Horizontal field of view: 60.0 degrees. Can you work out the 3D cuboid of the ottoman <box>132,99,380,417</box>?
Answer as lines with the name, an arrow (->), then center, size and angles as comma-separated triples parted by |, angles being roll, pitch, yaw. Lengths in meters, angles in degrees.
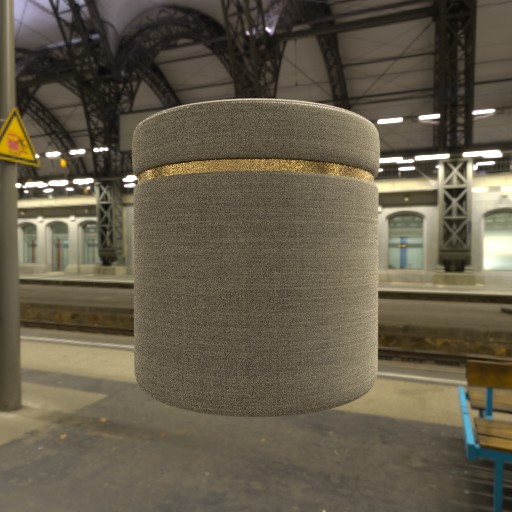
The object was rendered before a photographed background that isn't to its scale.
ottoman -> 0.000, 0.000, 0.745 | 0.400, 0.406, 0.400 | 0, 1, 0
